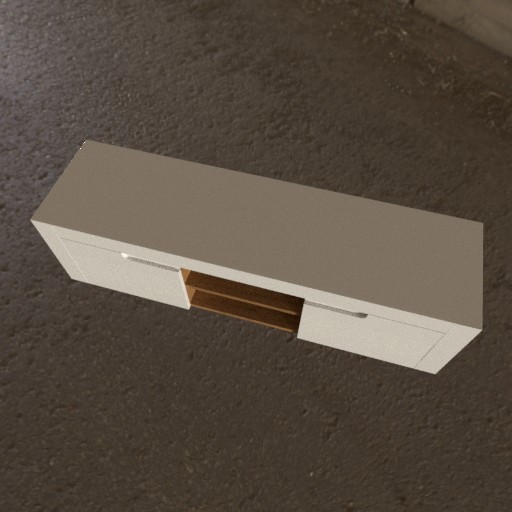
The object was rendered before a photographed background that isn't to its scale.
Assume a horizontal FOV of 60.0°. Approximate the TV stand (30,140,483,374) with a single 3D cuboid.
[{"bbox_3d":[0.000,0.000,1.707,1.500,0.440,0.410,13,58,8],"label":"TV stand"}]
